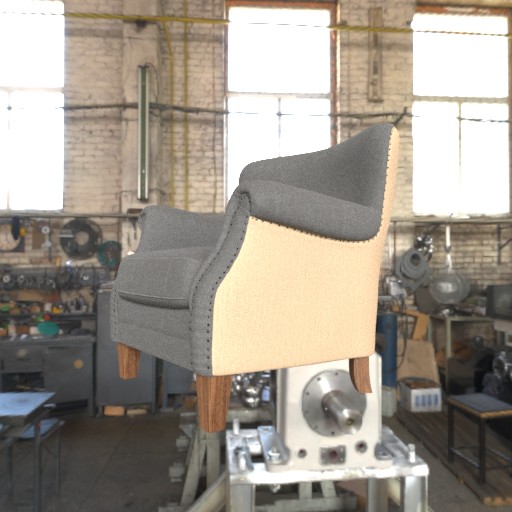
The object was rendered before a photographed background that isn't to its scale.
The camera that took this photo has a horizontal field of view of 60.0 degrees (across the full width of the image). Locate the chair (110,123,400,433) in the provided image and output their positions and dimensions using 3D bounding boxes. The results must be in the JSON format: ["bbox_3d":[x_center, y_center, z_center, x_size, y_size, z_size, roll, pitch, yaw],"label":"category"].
[{"bbox_3d":[0.000,0.000,1.660,0.921,0.936,0.861,1,-1,-37],"label":"chair"}]
